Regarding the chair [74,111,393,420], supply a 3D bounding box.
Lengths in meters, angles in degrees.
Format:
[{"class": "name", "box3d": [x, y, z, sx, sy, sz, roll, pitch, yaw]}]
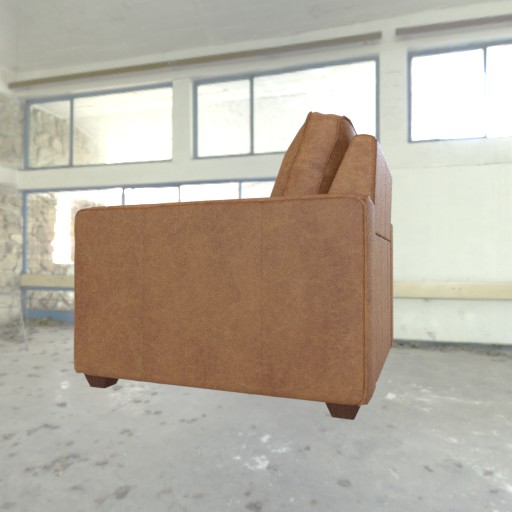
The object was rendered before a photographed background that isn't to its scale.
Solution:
[{"class": "chair", "box3d": [0.000, 0.000, 1.755, 1.027, 0.901, 0.987, 0, -1, 18]}]
